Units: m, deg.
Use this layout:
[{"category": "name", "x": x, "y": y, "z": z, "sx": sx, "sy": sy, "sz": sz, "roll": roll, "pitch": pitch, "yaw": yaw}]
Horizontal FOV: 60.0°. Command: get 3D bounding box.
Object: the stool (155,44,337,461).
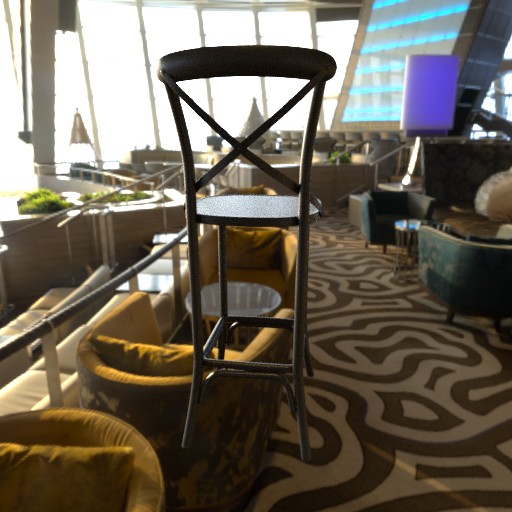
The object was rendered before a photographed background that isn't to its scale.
[{"category": "stool", "x": 0.000, "y": 0.000, "z": 1.450, "sx": 0.457, "sy": 1.168, "sz": 0.584, "roll": 2, "pitch": 16, "yaw": 8}]
